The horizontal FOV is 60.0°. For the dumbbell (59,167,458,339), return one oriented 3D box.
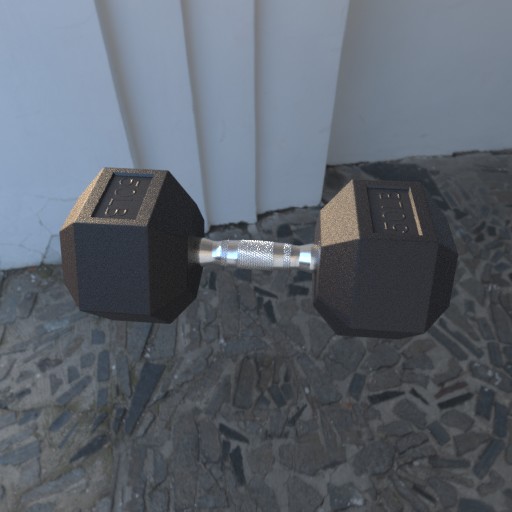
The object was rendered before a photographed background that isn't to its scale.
[{"bbox_3d":[0.000,0.000,0.476,0.384,0.150,0.173,3,46,3],"label":"dumbbell"}]
